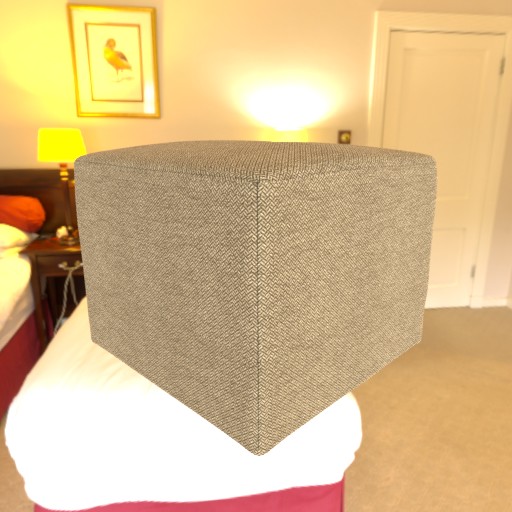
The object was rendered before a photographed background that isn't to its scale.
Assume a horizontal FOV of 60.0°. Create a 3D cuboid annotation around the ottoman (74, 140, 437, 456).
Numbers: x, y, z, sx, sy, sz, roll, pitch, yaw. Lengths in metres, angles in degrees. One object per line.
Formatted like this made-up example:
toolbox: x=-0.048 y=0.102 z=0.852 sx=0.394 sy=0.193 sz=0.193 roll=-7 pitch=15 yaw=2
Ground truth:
ottoman: x=0.000 y=0.000 z=0.901 sx=0.519 sy=0.453 sz=0.512 roll=15 pitch=22 yaw=43
